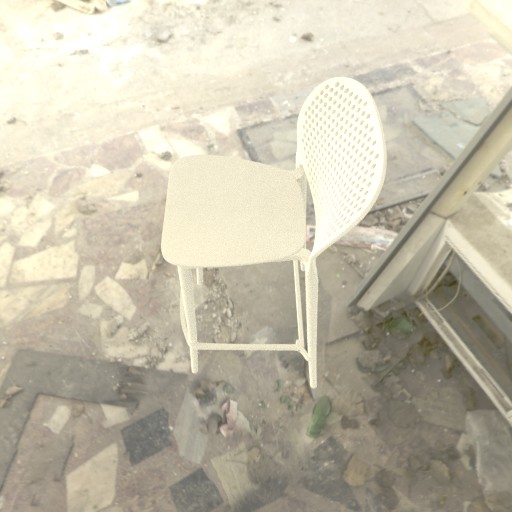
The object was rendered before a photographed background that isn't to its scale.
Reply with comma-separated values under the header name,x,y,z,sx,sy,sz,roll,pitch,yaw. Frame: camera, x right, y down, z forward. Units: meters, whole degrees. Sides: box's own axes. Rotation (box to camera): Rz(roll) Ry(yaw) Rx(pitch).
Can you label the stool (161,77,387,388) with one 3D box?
name,x,y,z,sx,sy,sz,roll,pitch,yaw
stool,0.000,0.000,1.376,0.535,1.045,0.536,-1,58,0
